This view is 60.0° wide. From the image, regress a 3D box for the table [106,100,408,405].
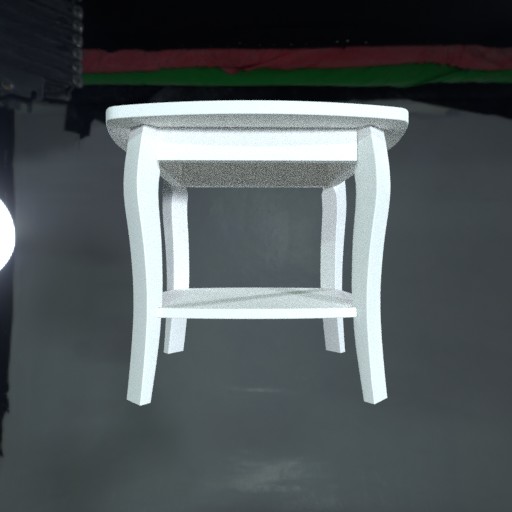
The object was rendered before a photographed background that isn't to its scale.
[{"bbox_3d":[0.000,0.000,0.837,0.502,0.438,0.451,0,1,-1],"label":"table"}]
